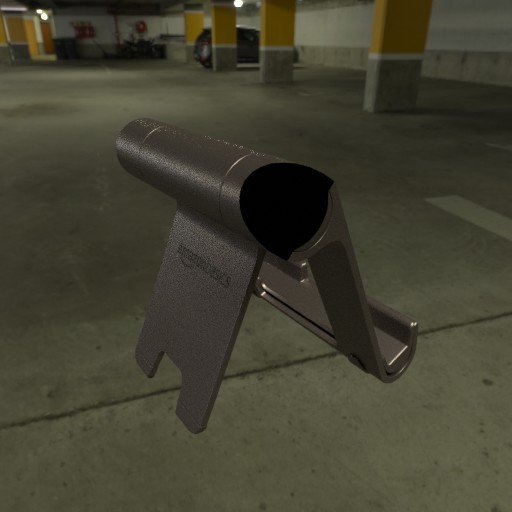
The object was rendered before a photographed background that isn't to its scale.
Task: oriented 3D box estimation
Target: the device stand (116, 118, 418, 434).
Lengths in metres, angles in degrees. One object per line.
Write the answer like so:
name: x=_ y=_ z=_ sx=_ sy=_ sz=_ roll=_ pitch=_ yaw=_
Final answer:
device stand: x=0.000 y=0.000 z=0.152 sx=0.079 sy=0.084 sz=0.088 roll=-18 pitch=31 yaw=-32
